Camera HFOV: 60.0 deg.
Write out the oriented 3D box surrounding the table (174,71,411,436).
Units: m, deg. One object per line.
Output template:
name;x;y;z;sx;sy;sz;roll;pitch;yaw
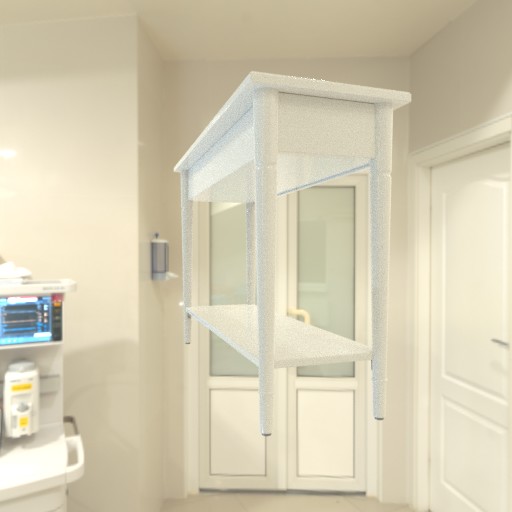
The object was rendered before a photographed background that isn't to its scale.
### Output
table;0.000;0.000;1.448;0.381;0.749;1.067;0;1;-19
